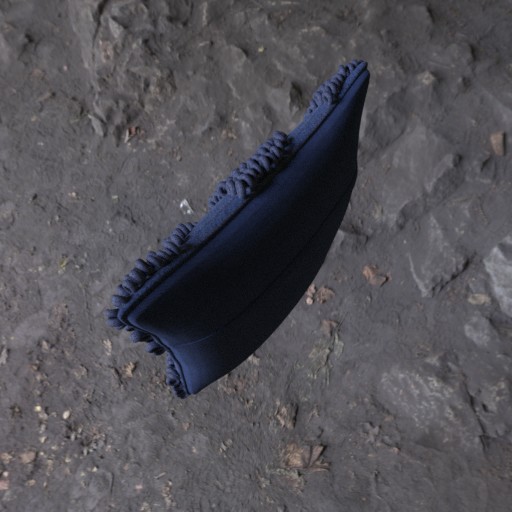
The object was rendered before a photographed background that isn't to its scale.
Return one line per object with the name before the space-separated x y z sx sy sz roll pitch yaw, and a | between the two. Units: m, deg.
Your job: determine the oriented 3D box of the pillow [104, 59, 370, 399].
pillow | 0.000 0.000 0.708 0.172 0.466 0.469 35 68 17
